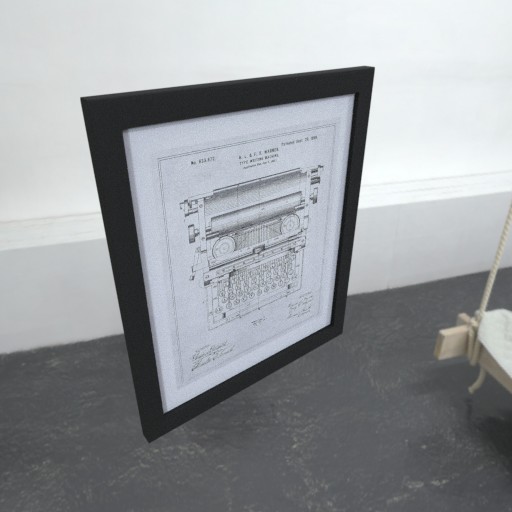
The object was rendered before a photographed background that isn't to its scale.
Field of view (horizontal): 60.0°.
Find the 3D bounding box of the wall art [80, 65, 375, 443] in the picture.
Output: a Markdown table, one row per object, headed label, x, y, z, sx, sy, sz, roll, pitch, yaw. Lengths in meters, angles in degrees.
| label | x | y | z | sx | sy | sz | roll | pitch | yaw |
| --- | --- | --- | --- | --- | --- | --- | --- | --- | --- |
| wall art | 0.000 | 0.000 | 0.679 | 0.432 | 0.508 | 0.021 | -21 | 36 | -32 |
